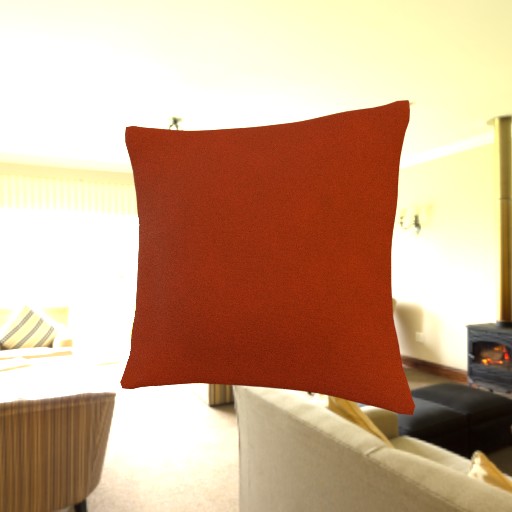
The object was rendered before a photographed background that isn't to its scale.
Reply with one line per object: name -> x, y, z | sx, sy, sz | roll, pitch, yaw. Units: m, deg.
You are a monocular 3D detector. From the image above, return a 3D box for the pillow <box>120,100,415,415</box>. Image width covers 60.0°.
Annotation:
pillow -> 0.000, 0.000, 0.649 | 0.435, 0.416, 0.151 | 0, -1, 16
